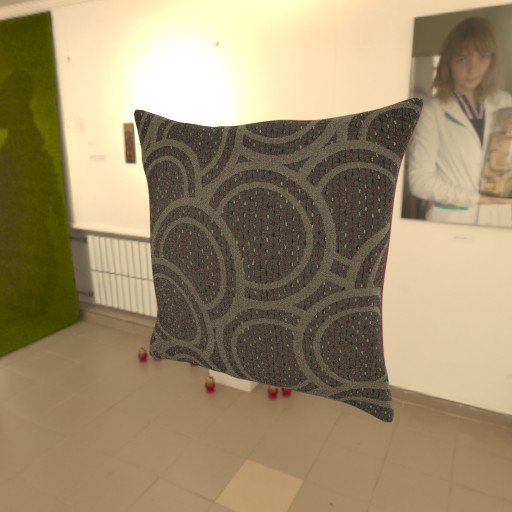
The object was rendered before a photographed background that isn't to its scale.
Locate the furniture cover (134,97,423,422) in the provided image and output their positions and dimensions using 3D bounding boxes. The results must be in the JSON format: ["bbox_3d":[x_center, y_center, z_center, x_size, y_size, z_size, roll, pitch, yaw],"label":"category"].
[{"bbox_3d":[0.000,0.000,0.785,0.514,0.513,0.163,8,17,26],"label":"furniture cover"}]
